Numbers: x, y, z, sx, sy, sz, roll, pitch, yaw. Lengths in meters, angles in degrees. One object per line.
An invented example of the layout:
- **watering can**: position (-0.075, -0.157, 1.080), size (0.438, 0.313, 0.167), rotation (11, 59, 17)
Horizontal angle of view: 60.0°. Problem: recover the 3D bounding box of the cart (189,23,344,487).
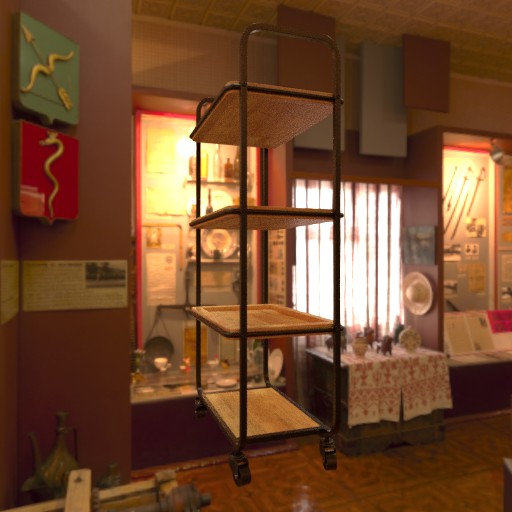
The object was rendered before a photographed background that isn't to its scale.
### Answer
- **cart**: position (0.000, 0.000, 1.307), size (0.321, 1.080, 0.545), rotation (0, 0, -19)
